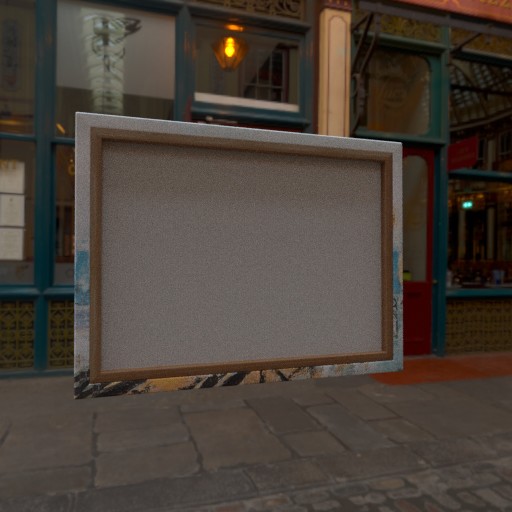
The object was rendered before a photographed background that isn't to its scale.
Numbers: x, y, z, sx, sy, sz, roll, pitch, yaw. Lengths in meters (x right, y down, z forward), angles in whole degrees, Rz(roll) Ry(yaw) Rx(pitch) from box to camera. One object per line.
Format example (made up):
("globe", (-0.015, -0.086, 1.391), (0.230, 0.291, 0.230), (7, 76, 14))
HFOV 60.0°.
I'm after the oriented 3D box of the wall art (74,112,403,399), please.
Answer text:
("wall art", (0.000, 0.000, 1.341), (1.016, 0.762, 0.038), (0, -1, -18))
